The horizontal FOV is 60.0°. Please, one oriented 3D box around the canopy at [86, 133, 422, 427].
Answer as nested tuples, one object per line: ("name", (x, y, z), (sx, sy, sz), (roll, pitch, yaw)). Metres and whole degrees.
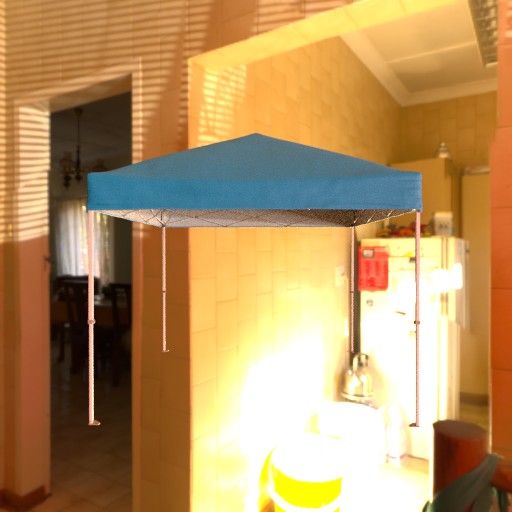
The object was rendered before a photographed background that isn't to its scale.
("canopy", (0.000, 0.000, 5.416), (2.998, 2.997, 2.996), (0, 1, 1))
